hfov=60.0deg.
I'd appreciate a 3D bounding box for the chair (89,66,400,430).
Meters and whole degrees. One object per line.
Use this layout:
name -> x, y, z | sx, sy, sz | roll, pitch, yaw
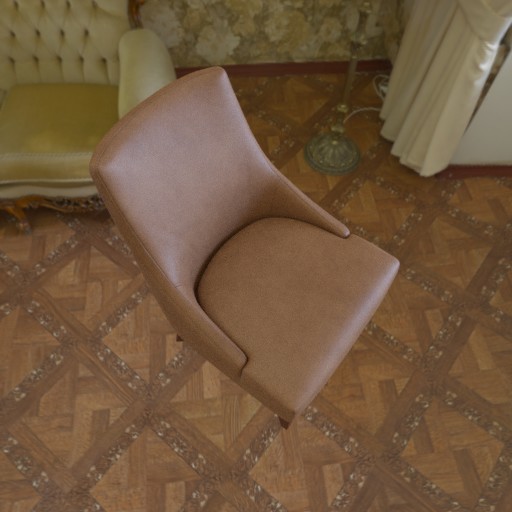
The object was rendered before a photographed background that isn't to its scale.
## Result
chair -> 0.000, 0.000, 1.548 | 0.861, 0.909, 0.701 | 33, 64, 19
